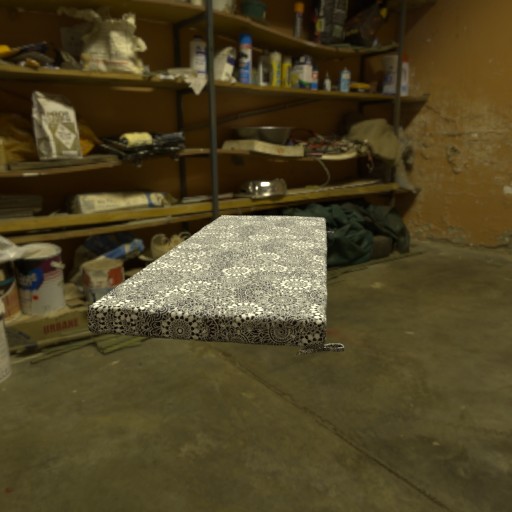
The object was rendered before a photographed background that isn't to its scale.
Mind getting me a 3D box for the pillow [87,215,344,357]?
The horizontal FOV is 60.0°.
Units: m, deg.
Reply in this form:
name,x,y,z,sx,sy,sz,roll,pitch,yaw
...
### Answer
name,x,y,z,sx,sy,sz,roll,pitch,yaw
pillow,0.000,0.000,1.358,0.492,0.081,1.187,2,14,8
